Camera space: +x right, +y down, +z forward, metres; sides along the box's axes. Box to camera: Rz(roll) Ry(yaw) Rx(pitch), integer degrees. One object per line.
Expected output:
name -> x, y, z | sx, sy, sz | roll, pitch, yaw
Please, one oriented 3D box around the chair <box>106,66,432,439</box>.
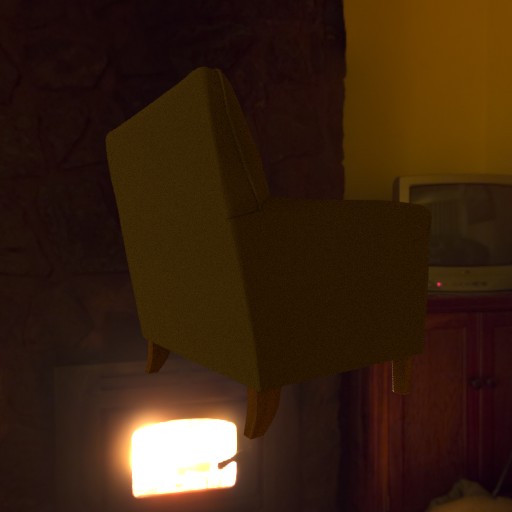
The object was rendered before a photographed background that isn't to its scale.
chair -> 0.000, 0.000, 1.562 | 0.831, 0.911, 0.836 | -1, 1, -34
